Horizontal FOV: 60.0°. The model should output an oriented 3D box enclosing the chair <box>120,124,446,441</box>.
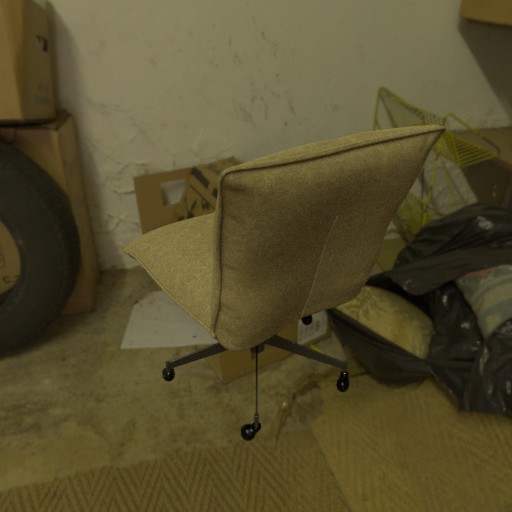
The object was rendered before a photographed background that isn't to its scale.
[{"bbox_3d":[0.000,0.000,1.284,0.597,0.811,0.696,-19,34,-30],"label":"chair"}]
